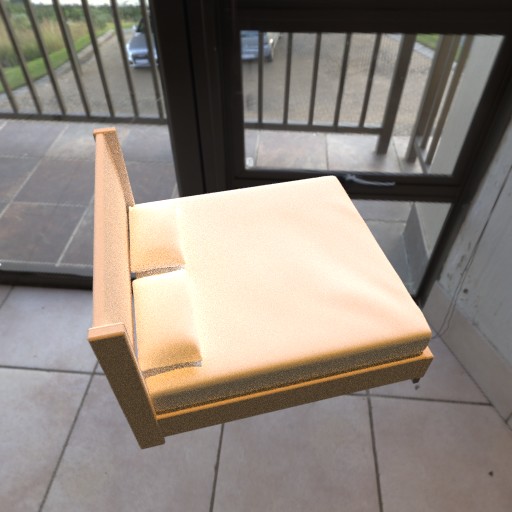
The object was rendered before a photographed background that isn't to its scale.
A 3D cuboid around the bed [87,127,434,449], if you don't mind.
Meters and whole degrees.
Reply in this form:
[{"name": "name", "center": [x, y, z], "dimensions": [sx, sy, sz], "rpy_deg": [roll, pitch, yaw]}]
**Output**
[{"name": "bed", "center": [0.000, 0.000, 3.695], "dimensions": [2.293, 1.471, 2.145], "rpy_deg": [-10, 47, -9]}]
